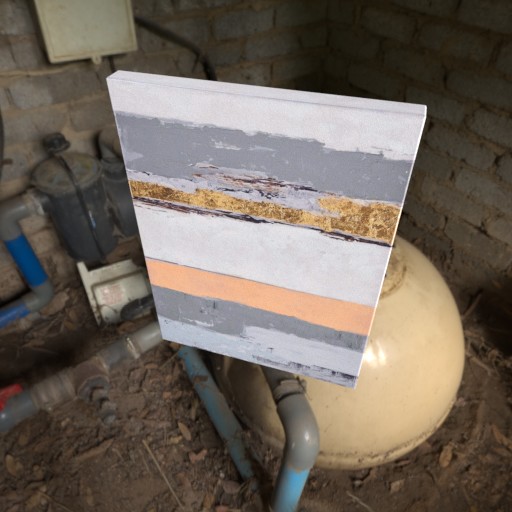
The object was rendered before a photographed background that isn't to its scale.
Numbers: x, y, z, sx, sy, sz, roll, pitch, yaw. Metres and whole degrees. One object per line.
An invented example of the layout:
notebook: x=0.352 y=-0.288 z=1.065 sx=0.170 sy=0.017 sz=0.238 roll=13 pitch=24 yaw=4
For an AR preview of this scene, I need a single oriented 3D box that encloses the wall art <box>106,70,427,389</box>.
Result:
wall art: x=0.000 y=0.000 z=0.816 sx=0.456 sy=0.609 sz=0.038 roll=12 pitch=42 yaw=13
